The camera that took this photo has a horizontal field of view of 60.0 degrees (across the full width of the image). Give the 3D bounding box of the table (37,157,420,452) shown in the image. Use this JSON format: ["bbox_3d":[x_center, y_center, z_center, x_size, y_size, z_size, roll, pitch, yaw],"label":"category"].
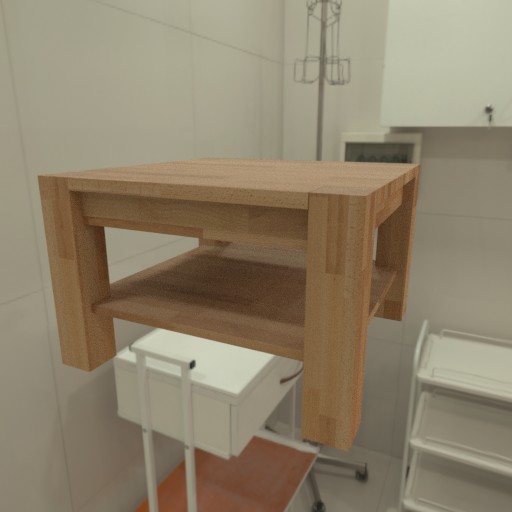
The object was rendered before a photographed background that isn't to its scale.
[{"bbox_3d":[0.000,0.000,1.165,0.700,0.451,0.700,8,18,25],"label":"table"}]
